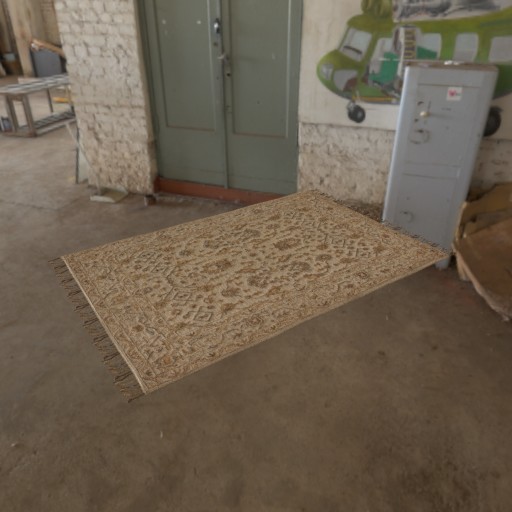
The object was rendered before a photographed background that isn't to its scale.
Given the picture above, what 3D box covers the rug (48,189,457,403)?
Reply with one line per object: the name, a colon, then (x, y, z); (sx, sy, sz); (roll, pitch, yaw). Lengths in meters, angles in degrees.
rug: (0.000, 0.000, 3.094); (2.434, 0.027, 1.529); (-19, 35, -29)
